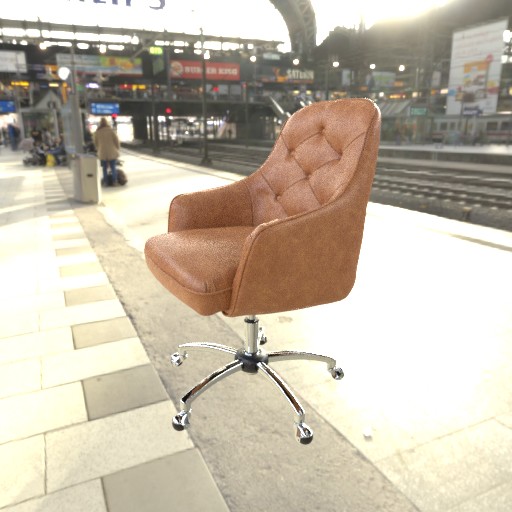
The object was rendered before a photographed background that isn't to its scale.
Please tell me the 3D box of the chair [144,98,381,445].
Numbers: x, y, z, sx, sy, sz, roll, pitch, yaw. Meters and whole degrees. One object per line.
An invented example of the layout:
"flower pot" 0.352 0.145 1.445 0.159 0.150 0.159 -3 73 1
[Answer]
"chair" 0.000 0.000 1.332 0.615 0.909 0.628 -8 18 -27
